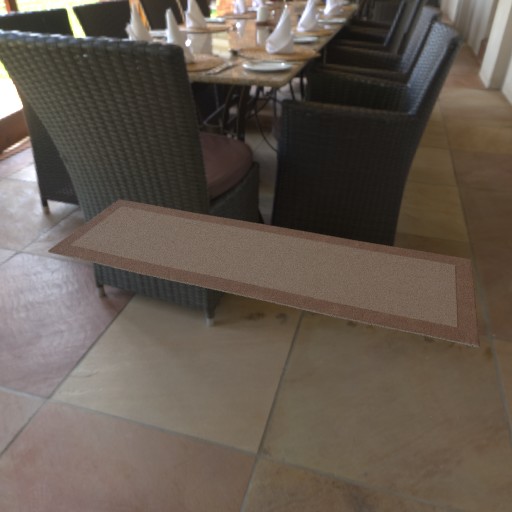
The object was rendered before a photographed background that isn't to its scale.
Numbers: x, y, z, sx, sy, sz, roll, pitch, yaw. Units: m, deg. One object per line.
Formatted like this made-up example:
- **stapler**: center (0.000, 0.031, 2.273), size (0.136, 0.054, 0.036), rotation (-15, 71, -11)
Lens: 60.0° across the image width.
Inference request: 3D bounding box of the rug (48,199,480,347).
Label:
- **rug**: center (0.000, 0.000, 2.651), size (2.430, 0.012, 0.767), rotation (11, 35, 16)
